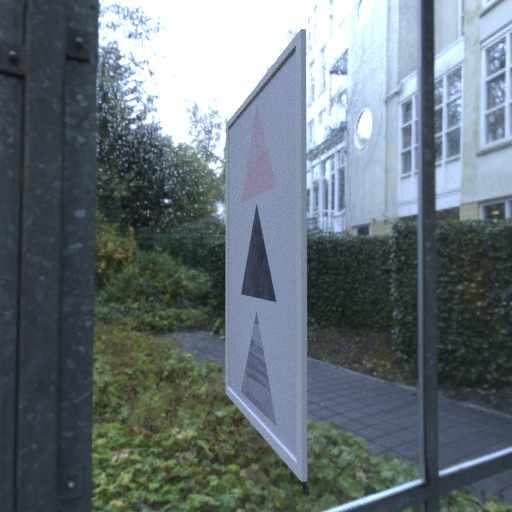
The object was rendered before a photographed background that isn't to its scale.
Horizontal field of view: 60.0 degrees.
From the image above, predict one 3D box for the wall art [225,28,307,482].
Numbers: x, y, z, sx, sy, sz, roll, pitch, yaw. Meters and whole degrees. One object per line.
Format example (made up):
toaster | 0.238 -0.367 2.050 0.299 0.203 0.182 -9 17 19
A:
wall art | 0.000 0.000 1.234 0.013 0.940 0.659 0 -1 -18
